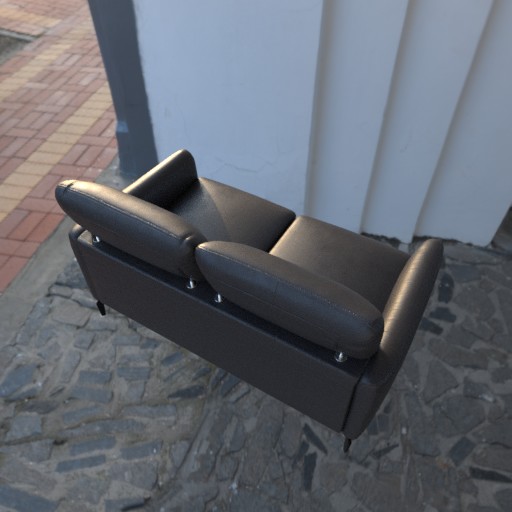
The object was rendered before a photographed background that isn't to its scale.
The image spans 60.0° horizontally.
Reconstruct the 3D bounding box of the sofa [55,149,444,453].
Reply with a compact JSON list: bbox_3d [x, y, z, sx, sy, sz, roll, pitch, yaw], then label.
[{"bbox_3d":[0.000,0.000,2.150,1.596,0.920,0.958,23,51,21],"label":"sofa"}]
